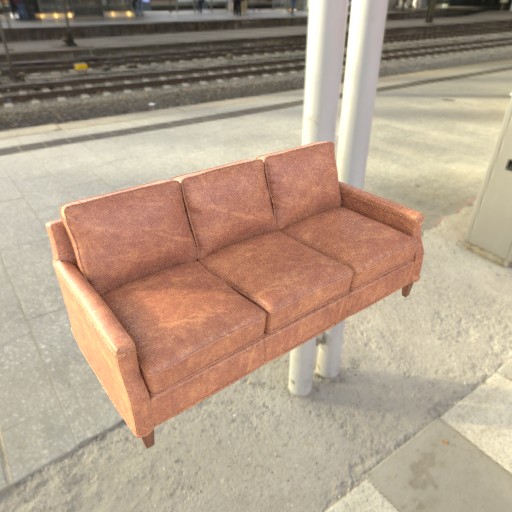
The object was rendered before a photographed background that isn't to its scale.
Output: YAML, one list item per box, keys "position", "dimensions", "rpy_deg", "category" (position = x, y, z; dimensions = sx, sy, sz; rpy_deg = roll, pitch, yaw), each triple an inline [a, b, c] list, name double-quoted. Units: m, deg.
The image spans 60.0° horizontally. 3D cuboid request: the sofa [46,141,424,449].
- position: [0.000, 0.000, 2.851]
  dimensions: [2.246, 1.003, 1.084]
  rpy_deg: [-21, 37, -32]
  category: "sofa"
